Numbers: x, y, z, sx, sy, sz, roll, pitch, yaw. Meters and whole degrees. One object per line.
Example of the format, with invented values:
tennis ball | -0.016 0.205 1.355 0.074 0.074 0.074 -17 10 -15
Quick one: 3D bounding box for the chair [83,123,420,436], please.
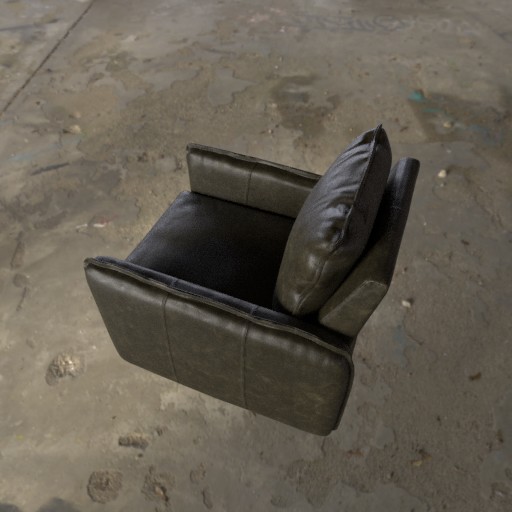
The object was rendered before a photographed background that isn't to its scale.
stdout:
chair | 0.000 0.000 1.615 0.921 0.921 0.830 16 49 15
